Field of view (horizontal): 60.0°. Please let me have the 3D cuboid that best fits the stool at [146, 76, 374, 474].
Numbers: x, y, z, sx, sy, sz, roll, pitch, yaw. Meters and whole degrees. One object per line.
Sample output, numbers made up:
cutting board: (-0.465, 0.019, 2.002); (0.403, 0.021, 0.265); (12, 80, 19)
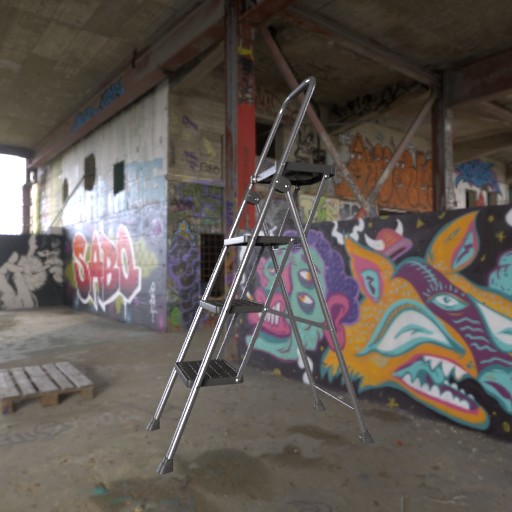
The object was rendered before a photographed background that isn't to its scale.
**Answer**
stool: (0.000, 0.000, 1.594); (0.733, 1.277, 0.396); (0, -1, -19)
